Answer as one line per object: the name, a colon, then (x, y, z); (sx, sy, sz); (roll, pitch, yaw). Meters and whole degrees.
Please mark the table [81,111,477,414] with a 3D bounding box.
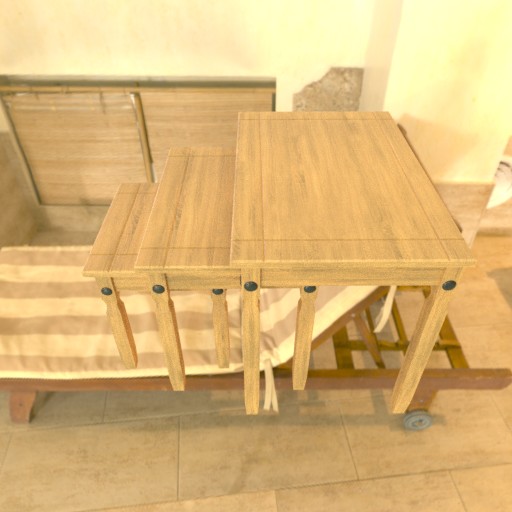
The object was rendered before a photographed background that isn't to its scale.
table: (0.000, 0.000, 1.199); (0.773, 0.535, 0.660); (0, 40, 0)
